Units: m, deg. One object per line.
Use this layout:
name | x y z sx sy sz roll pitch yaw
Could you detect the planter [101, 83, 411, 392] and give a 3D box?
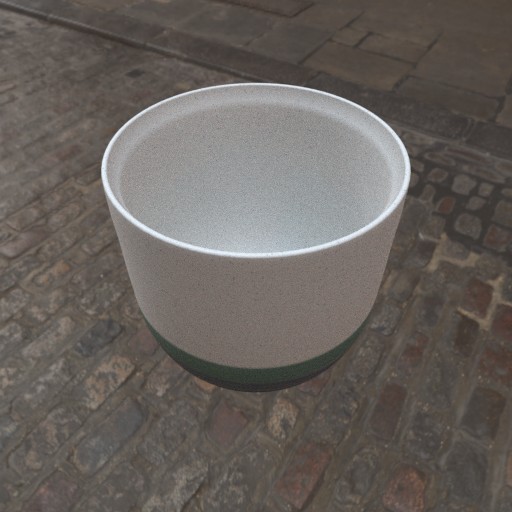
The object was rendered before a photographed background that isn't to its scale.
planter | 0.000 0.000 0.487 0.268 0.270 0.268 0 46 0
